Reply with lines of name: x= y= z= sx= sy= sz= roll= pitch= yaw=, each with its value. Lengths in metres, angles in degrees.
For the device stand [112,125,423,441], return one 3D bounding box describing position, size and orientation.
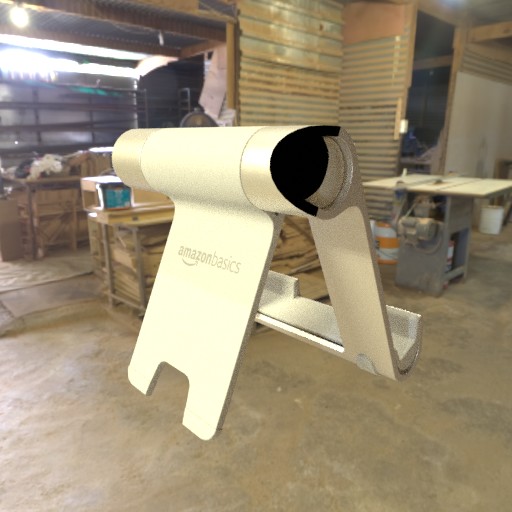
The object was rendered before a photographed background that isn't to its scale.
device stand: x=0.000 y=0.000 z=0.151 sx=0.079 sy=0.084 sz=0.086 roll=-14 pitch=21 yaw=-42
